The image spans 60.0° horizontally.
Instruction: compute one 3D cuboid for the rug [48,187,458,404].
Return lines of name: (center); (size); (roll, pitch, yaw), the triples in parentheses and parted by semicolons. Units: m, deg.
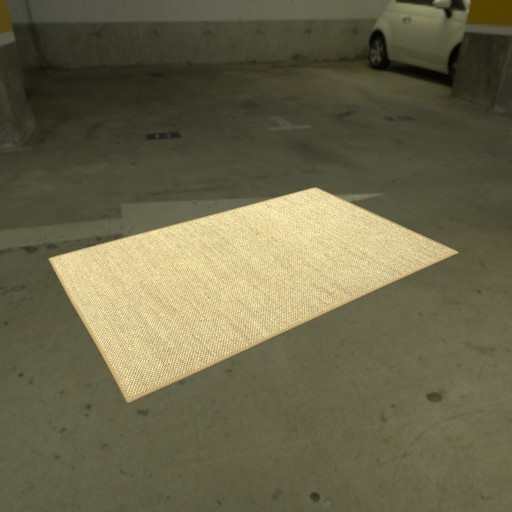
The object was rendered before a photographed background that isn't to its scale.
rug: (0.000, 0.000, 2.124); (1.667, 0.013, 1.062); (-19, 35, -29)
